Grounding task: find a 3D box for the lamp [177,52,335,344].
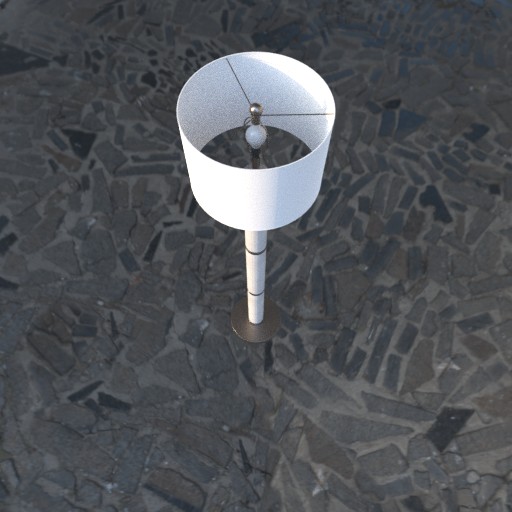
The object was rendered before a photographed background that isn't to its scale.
[{"bbox_3d":[0.000,0.000,1.757,0.377,1.599,0.377,33,68,15],"label":"lamp"}]
